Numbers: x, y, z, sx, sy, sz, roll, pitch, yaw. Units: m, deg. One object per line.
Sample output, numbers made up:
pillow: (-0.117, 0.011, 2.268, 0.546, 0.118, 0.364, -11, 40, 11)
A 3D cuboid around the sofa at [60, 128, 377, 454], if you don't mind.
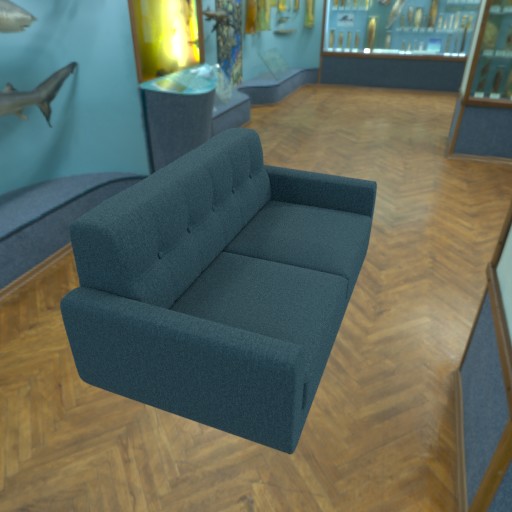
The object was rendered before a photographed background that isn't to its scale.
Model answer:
sofa: (0.000, 0.000, 2.217, 0.942, 0.896, 1.651, 12, 33, 19)
